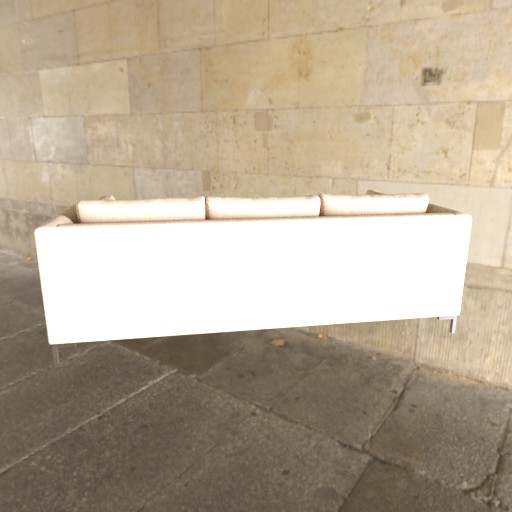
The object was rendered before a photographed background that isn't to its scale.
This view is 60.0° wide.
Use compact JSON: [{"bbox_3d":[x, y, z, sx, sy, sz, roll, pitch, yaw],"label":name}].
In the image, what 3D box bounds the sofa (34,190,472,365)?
[{"bbox_3d":[0.000,0.000,2.939,2.415,0.867,0.969,-3,15,-9],"label":"sofa"}]
